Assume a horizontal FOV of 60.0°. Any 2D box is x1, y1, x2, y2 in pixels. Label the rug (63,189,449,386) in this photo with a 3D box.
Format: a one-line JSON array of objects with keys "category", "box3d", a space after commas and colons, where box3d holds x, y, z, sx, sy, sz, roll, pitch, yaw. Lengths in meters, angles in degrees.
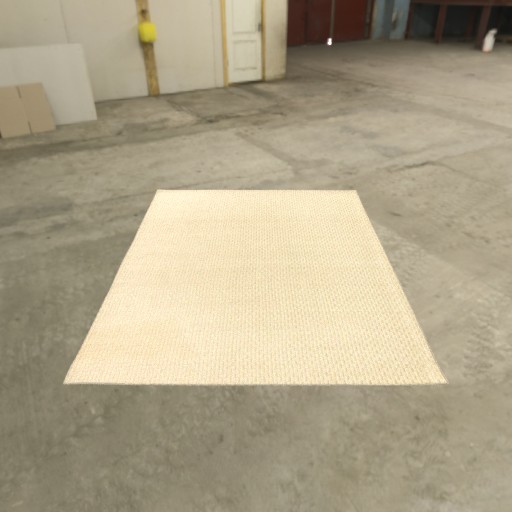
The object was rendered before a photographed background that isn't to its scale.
[{"category": "rug", "box3d": [0.000, 0.000, 3.840, 2.277, 0.035, 2.897, 0, 32, 0]}]
